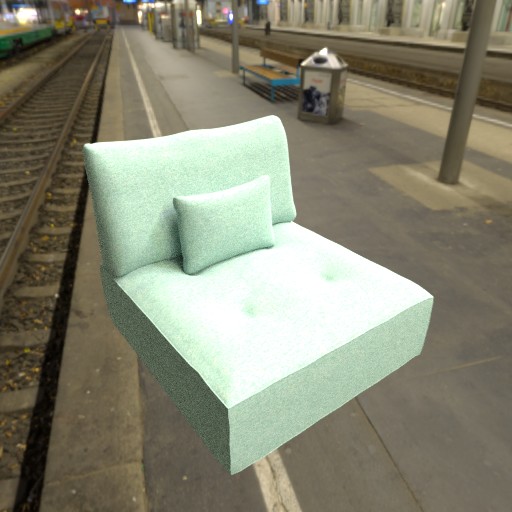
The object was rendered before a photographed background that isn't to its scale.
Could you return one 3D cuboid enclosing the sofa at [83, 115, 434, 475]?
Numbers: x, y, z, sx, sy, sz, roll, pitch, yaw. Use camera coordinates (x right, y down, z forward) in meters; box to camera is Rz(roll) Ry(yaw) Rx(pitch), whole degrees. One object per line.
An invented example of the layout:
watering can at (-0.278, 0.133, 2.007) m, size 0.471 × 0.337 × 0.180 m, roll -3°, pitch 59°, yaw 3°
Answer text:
sofa at (0.000, 0.000, 1.714) m, size 0.930 × 0.820 × 1.000 m, roll -20°, pitch 34°, yaw -32°
